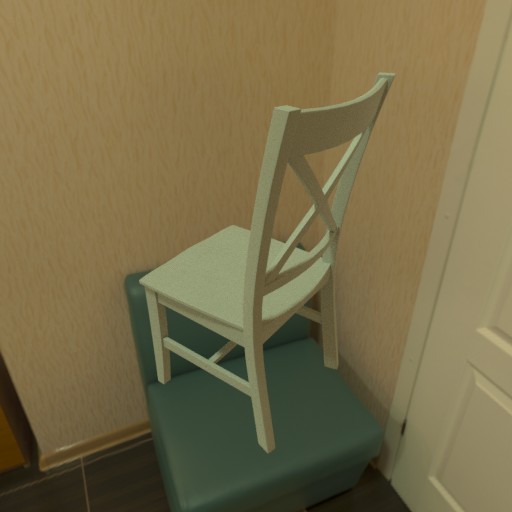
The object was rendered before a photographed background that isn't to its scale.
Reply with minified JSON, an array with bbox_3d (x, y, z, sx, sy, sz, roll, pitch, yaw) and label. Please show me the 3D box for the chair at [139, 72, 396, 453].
[{"bbox_3d":[0.000,0.000,1.295,0.542,0.983,0.485,21,37,30],"label":"chair"}]
